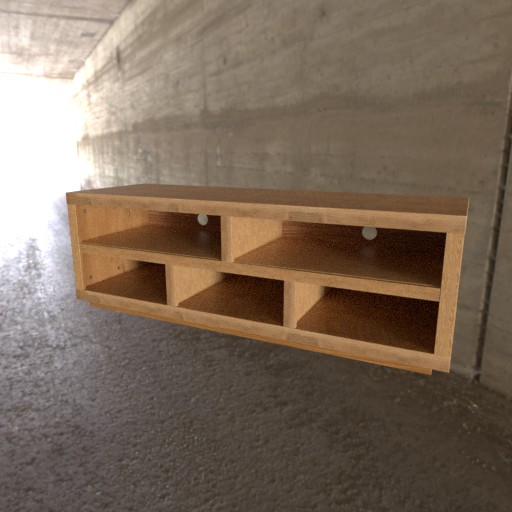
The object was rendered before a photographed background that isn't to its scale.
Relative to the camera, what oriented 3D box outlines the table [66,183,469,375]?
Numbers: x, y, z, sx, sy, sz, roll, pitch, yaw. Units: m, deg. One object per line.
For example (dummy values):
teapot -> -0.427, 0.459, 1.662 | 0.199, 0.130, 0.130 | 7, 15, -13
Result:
table -> 0.000, 0.000, 1.784 | 1.499, 0.491, 0.499 | 7, 15, 25
